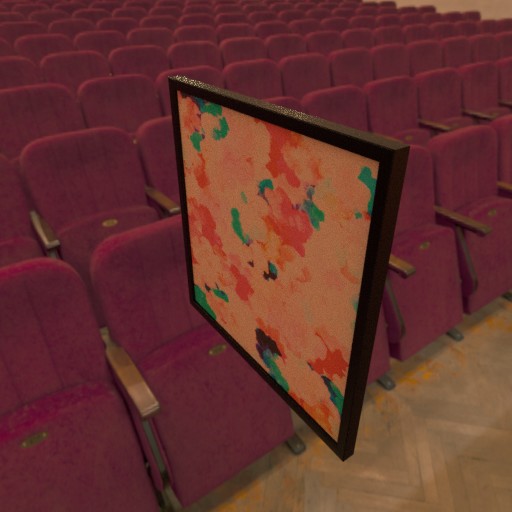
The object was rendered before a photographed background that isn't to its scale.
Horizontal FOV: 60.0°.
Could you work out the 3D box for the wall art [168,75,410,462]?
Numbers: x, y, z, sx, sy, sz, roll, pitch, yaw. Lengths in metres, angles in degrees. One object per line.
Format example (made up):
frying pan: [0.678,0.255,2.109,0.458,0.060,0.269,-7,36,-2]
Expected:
wall art: [0.000,0.000,1.123,0.036,0.755,0.756,-20,37,-30]
